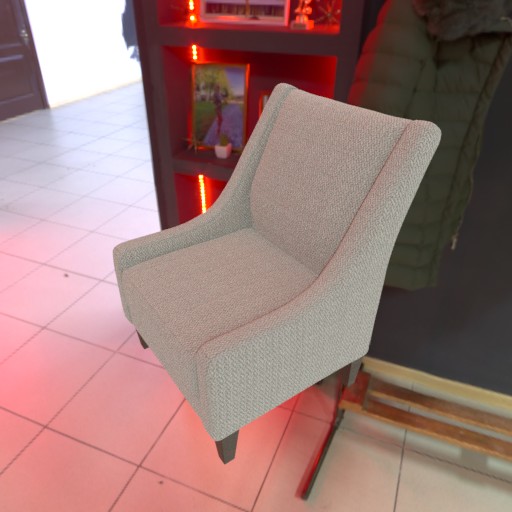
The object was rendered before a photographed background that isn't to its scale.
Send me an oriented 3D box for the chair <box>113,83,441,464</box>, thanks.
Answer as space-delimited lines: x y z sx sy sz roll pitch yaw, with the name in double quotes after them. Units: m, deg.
0.000 0.000 1.634 0.870 1.014 0.774 -21 38 -29 "chair"
